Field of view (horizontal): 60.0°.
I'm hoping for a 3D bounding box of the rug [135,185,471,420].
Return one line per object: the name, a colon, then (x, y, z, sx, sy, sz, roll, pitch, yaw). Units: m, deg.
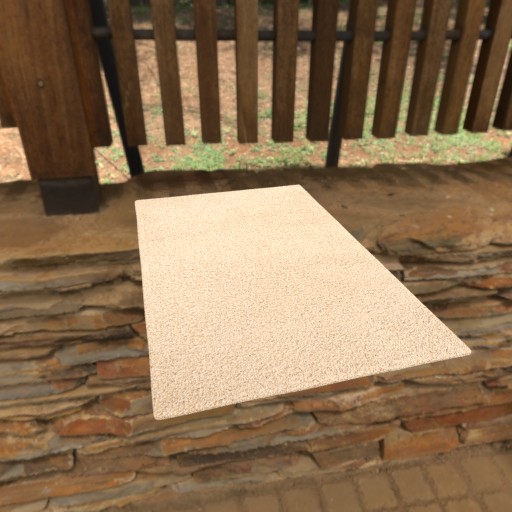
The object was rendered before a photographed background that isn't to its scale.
rug: (0.000, 0.000, 3.007, 1.524, 0.030, 2.438, -8, 30, -13)
